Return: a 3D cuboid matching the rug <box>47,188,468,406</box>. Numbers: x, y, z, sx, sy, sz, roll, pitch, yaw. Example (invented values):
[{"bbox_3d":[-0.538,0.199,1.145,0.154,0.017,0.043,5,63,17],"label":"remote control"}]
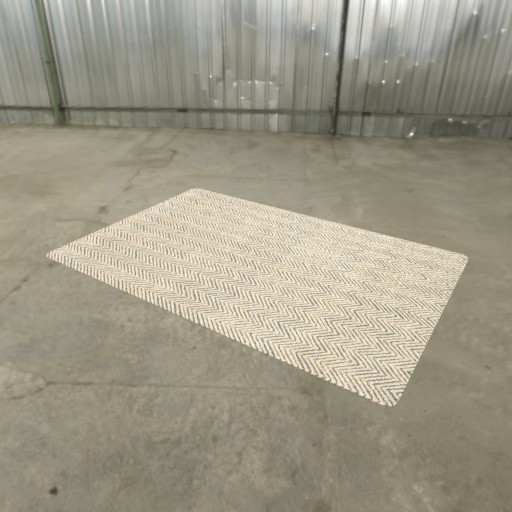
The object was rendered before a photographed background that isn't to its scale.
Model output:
[{"bbox_3d":[0.000,0.000,2.175,1.752,0.008,1.144,18,33,29],"label":"rug"}]
